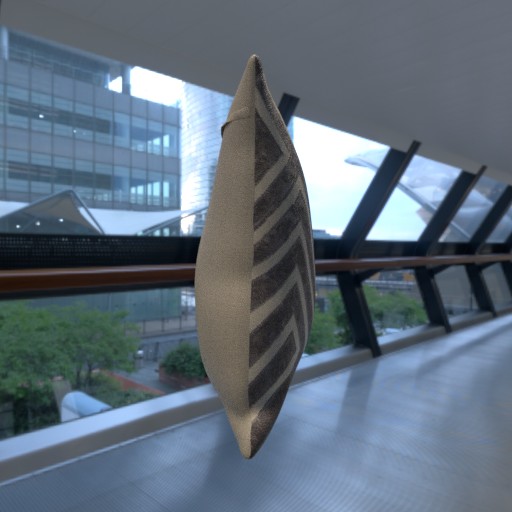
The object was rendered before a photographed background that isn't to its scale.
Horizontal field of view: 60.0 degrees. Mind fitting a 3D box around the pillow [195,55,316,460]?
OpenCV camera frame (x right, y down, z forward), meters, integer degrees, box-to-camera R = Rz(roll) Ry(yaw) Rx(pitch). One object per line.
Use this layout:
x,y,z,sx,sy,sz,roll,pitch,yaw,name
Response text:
0.000,0.000,0.690,0.182,0.441,0.440,0,0,0,pillow
